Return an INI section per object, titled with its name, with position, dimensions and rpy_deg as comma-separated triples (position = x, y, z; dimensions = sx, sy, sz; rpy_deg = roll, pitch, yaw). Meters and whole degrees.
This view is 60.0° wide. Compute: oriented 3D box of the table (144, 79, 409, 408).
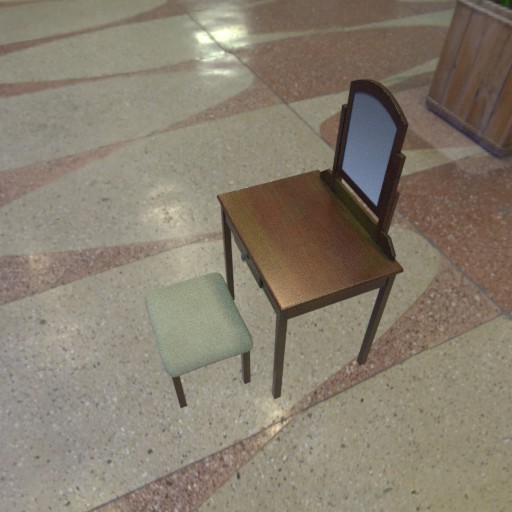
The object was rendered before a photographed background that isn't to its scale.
[table]
position = 0.000, 0.000, 2.309
dimensions = 1.211, 1.631, 0.876
rpy_deg = -17, 49, -15
